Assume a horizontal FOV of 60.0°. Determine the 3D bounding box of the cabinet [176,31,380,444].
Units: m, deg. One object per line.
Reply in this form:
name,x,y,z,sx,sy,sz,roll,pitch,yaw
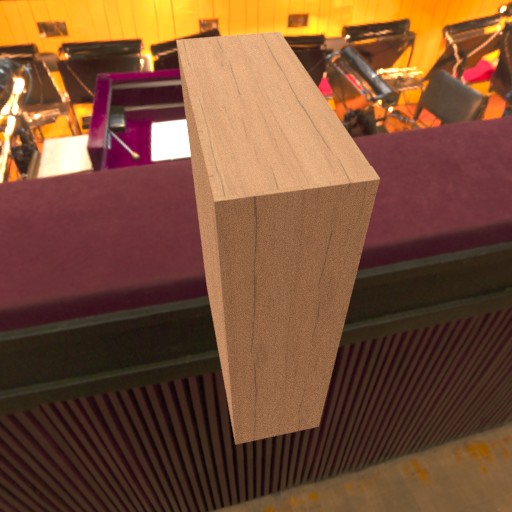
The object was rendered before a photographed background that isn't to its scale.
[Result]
cabinet,0.000,0.000,2.707,0.580,2.070,1.400,-9,47,-8
